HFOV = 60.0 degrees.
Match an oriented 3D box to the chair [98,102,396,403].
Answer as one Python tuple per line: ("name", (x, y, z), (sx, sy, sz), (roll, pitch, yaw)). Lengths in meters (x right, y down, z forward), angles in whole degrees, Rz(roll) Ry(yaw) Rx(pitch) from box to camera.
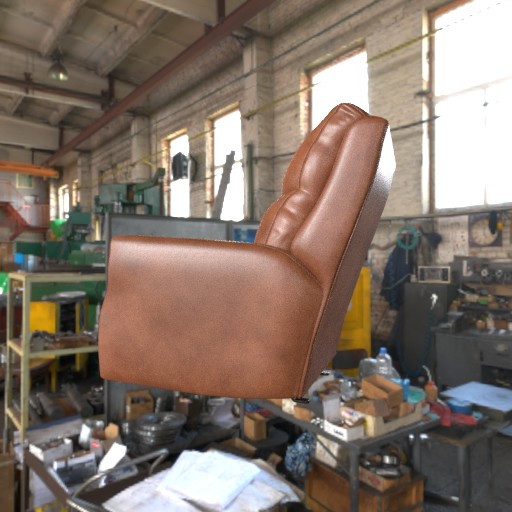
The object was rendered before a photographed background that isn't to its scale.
("chair", (0.000, 0.000, 1.807), (1.072, 1.016, 0.821), (0, 0, 19))
